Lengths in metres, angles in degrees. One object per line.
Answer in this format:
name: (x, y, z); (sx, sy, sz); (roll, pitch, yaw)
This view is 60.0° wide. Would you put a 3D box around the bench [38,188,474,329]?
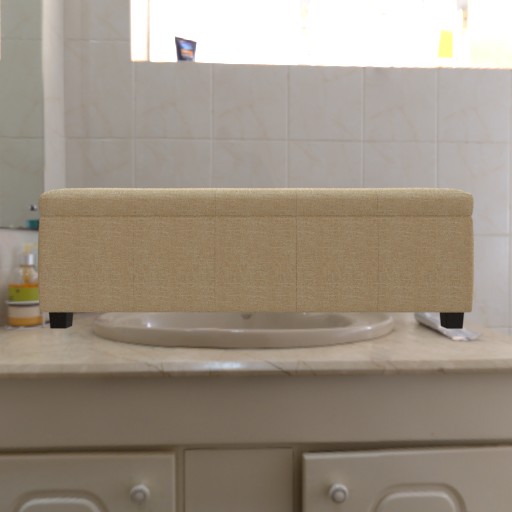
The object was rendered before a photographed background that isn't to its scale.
bench: (0.000, 0.000, 1.441); (1.219, 0.406, 0.432); (0, 0, 0)
